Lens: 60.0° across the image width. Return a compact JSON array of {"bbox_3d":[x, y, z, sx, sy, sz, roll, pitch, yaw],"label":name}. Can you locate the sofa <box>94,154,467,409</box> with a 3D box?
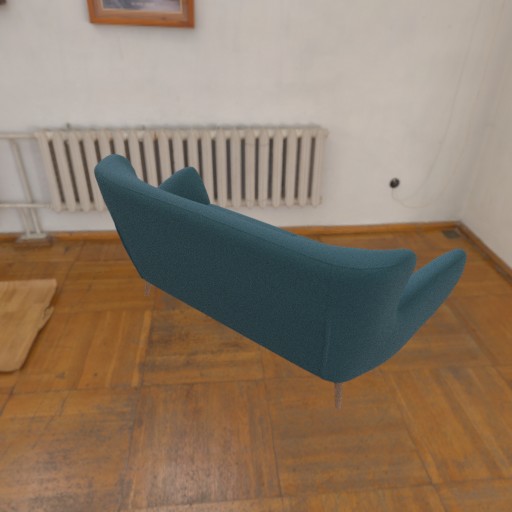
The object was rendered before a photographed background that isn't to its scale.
[{"bbox_3d":[0.000,0.000,2.421,1.930,0.890,0.889,23,37,33],"label":"sofa"}]
